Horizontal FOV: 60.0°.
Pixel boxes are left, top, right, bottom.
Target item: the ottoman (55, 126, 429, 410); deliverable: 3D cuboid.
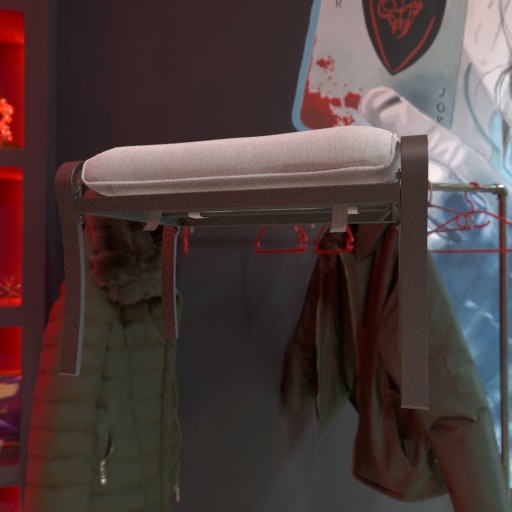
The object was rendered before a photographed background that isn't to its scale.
[{"bbox_3d":[0.000,0.000,0.875,0.610,0.422,0.406,0,0,17],"label":"ottoman"}]
